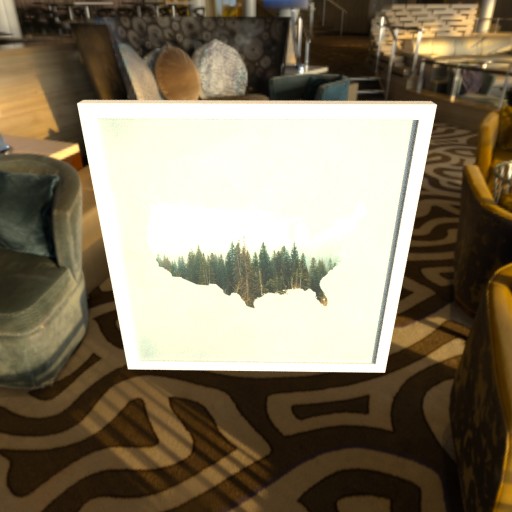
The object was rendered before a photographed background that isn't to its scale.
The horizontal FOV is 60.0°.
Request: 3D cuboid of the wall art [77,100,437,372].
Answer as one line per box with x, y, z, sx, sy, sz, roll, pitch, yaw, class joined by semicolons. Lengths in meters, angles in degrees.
0.000;0.000;1.143;0.762;0.762;0.038;1;30;1;wall art
